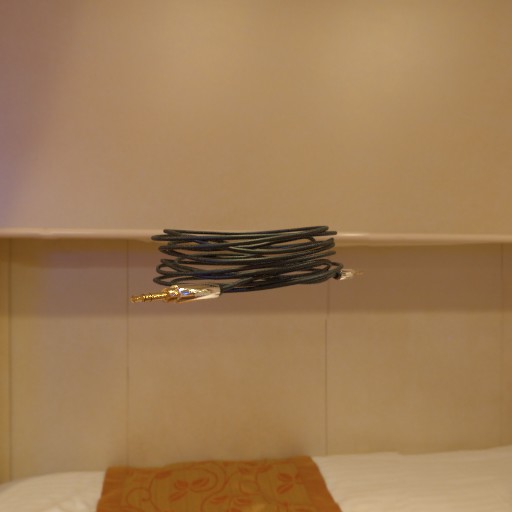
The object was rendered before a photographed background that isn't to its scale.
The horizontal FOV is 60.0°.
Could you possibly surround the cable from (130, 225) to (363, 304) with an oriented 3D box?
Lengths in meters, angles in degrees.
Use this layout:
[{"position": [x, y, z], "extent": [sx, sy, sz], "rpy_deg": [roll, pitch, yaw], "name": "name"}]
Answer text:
[{"position": [0.000, 0.000, 0.497], "extent": [0.198, 0.069, 0.432], "rpy_deg": [0, 1, 35], "name": "cable"}]
